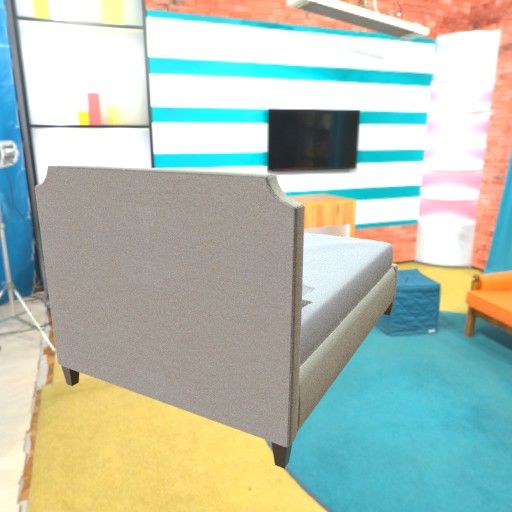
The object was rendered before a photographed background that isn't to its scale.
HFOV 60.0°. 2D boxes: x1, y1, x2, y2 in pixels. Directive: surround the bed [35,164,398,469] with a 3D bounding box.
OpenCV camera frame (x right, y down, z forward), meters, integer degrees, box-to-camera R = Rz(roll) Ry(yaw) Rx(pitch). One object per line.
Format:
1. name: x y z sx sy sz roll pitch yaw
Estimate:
1. bed: 0.000 0.000 3.401 1.713 1.457 2.381 8 17 28
